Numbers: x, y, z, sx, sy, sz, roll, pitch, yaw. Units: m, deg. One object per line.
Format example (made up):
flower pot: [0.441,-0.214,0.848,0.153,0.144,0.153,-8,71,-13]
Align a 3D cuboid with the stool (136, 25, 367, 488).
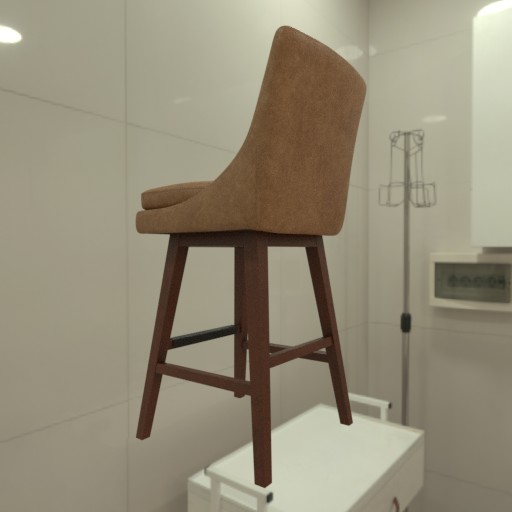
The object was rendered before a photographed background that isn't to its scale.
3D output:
stool: [0.000,0.000,1.346,0.572,1.079,0.487,1,1,37]
